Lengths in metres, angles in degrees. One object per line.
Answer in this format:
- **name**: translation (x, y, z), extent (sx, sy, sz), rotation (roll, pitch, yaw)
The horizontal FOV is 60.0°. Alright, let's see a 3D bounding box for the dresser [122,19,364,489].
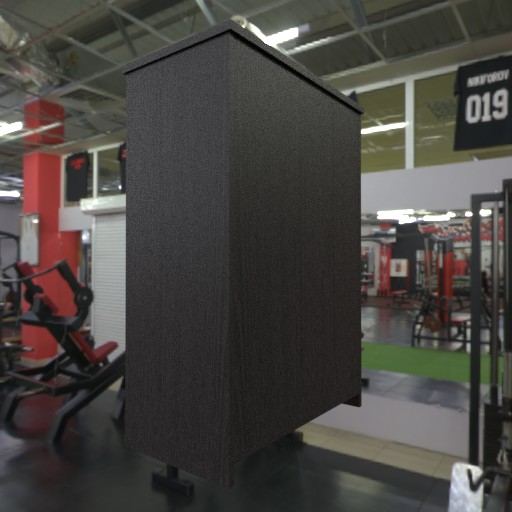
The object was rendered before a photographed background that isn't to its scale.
- **dresser**: translation (0.000, 0.000, 1.356), extent (0.399, 1.020, 0.704), rotation (0, -1, 37)
